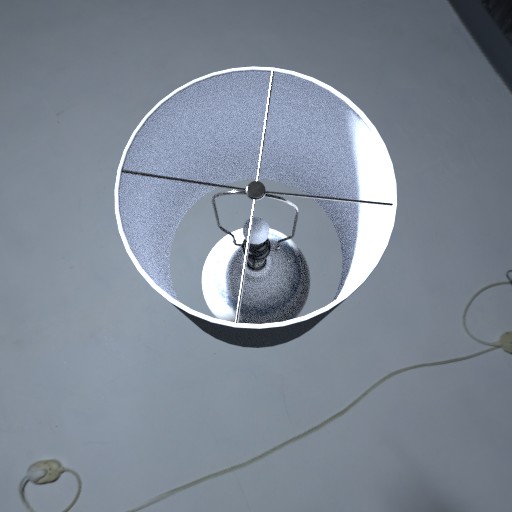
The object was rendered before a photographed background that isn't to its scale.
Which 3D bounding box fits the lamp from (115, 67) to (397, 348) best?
[{"bbox_3d":[0.000,0.000,0.535,0.216,0.404,0.216,-22,76,-6],"label":"lamp"}]
